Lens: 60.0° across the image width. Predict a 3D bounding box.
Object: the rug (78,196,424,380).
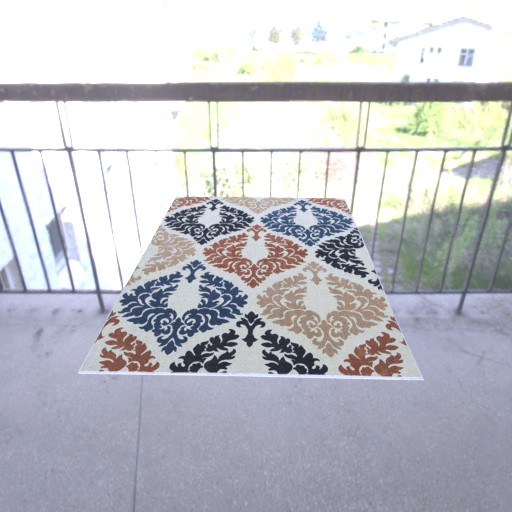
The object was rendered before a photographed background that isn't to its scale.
[{"bbox_3d":[0.000,0.000,2.934,1.514,0.014,2.275,1,27,1],"label":"rug"}]
